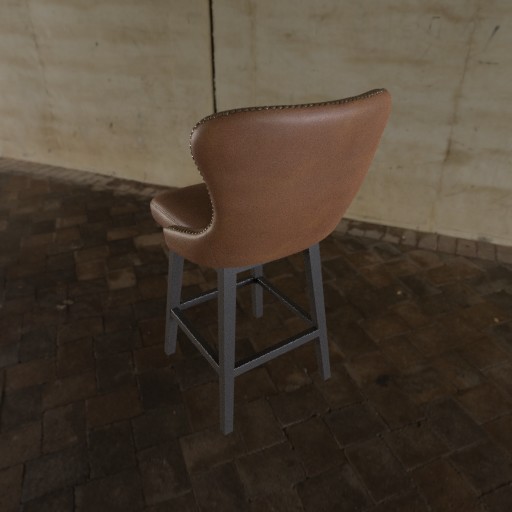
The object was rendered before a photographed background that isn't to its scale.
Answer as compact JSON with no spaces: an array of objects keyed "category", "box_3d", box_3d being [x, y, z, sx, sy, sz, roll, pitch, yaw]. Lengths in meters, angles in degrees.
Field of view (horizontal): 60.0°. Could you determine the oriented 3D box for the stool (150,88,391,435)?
[{"category":"stool","box_3d":[0.000,0.000,1.303,0.528,0.971,0.593,-19,35,-29]}]
